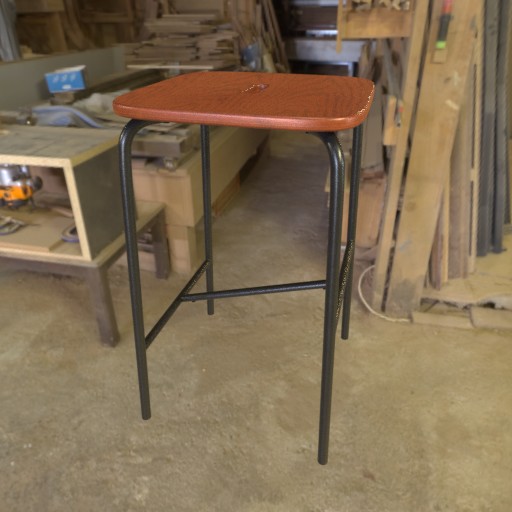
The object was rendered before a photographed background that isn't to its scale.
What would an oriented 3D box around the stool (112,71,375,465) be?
[{"bbox_3d":[0.000,0.000,0.852,0.376,0.610,0.376,8,31,14],"label":"stool"}]
